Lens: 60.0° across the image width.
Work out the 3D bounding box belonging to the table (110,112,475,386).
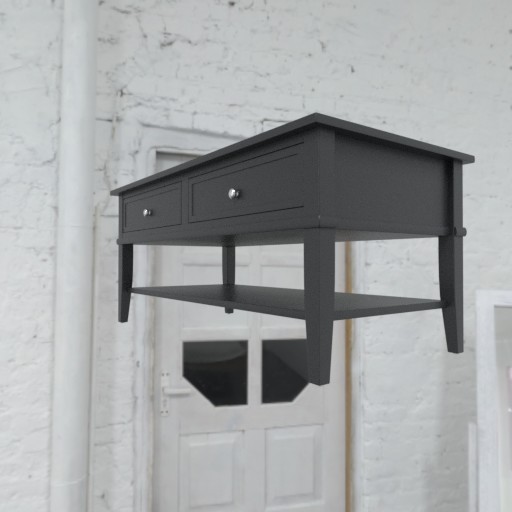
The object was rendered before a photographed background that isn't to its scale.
[{"bbox_3d":[0.000,0.000,1.315,0.523,0.470,1.044,0,-1,-36],"label":"table"}]
